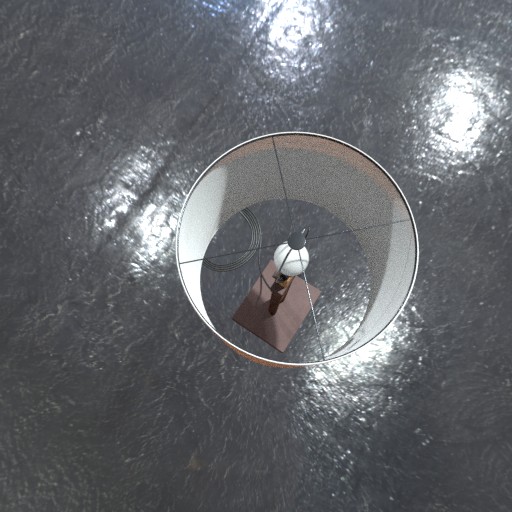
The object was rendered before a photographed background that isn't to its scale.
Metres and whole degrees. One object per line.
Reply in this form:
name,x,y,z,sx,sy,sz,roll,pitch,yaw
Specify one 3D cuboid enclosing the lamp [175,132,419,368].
lamp,0.000,0.000,0.985,0.525,0.668,0.396,33,78,8
